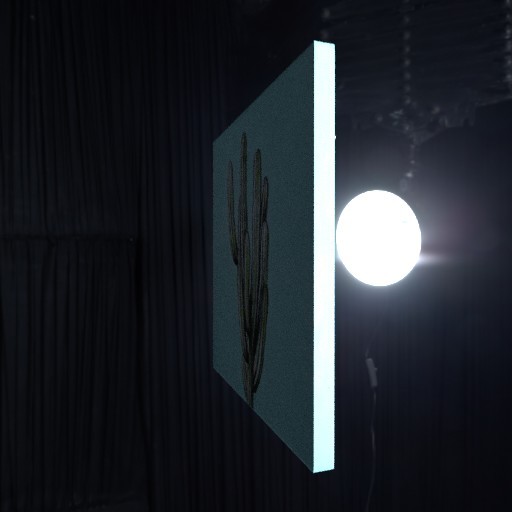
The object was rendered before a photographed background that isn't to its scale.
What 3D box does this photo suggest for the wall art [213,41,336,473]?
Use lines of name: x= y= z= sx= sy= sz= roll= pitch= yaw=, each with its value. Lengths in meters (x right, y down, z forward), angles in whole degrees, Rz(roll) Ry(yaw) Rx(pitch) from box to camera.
wall art: x=0.000 y=0.000 z=1.613 sx=0.070 sy=1.073 sz=1.071 roll=0 pitch=1 yaw=-19
